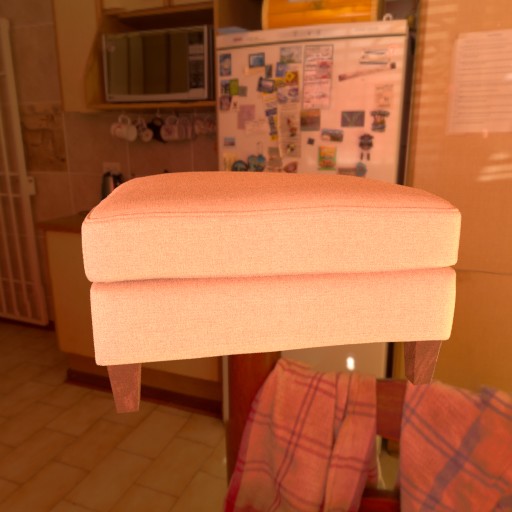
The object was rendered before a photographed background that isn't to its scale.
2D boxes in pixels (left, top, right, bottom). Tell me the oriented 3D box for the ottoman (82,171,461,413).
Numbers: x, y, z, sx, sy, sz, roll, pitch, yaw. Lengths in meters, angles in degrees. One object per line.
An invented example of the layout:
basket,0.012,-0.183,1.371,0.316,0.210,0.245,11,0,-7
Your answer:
ottoman,0.000,0.000,1.354,0.838,0.503,0.838,-2,15,-9
